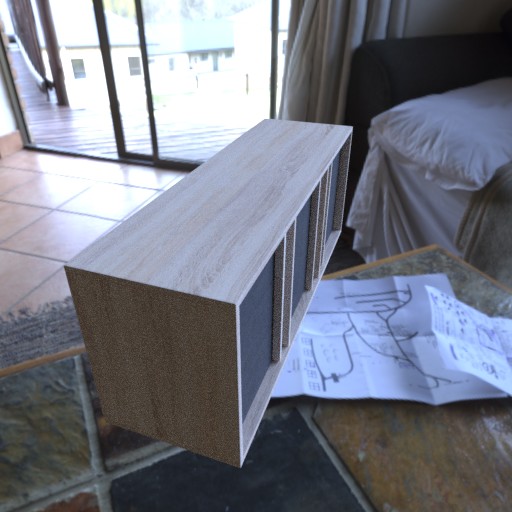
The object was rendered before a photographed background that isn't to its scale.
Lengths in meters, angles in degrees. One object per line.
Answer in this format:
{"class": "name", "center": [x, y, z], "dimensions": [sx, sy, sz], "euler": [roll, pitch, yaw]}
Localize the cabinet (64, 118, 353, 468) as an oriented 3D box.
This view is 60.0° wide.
{"class": "cabinet", "center": [0.000, 0.000, 1.980], "dimensions": [0.500, 0.780, 1.650], "euler": [11, 33, 17]}
